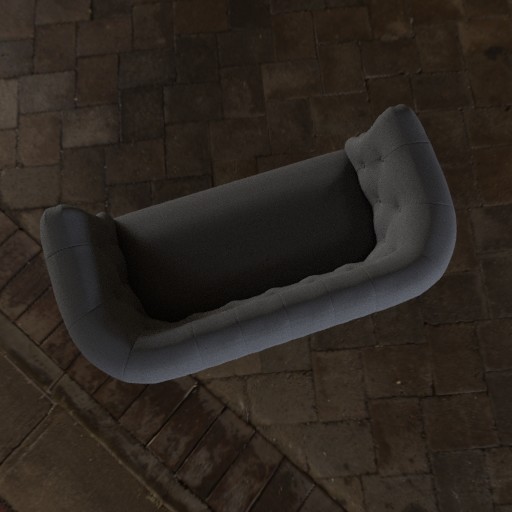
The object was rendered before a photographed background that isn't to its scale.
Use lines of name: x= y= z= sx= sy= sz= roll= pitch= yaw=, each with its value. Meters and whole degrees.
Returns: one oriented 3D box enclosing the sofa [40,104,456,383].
sofa: x=0.000 y=0.000 z=1.998 sx=1.558 sy=0.827 sz=0.835 roll=-18 pitch=76 yaw=-5
